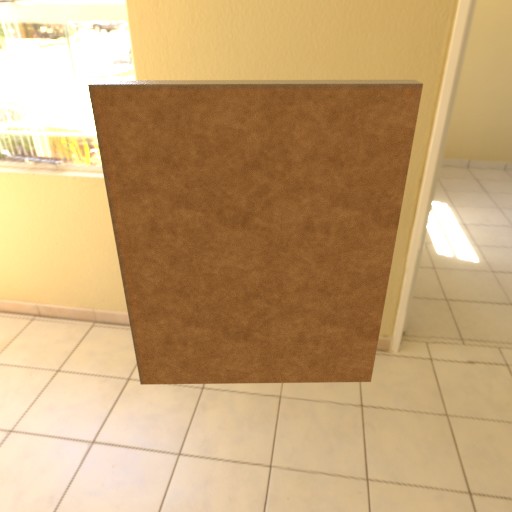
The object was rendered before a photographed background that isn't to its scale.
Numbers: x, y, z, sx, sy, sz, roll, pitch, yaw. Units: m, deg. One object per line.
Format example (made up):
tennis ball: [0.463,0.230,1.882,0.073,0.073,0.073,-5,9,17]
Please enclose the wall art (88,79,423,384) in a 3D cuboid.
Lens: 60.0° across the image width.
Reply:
wall art: [0.000,0.000,0.750,0.453,0.554,0.037,0,30,-1]
